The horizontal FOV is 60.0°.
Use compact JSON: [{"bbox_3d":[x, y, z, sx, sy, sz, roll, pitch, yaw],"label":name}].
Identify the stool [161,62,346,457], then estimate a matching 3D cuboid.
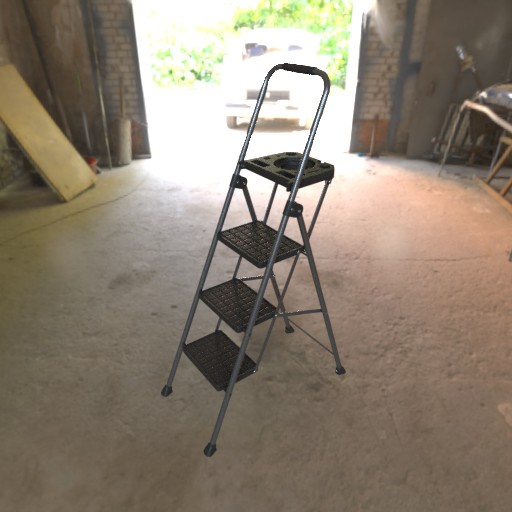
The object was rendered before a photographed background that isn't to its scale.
[{"bbox_3d":[0.000,0.000,1.627,0.733,1.277,0.396,-20,36,-31],"label":"stool"}]
